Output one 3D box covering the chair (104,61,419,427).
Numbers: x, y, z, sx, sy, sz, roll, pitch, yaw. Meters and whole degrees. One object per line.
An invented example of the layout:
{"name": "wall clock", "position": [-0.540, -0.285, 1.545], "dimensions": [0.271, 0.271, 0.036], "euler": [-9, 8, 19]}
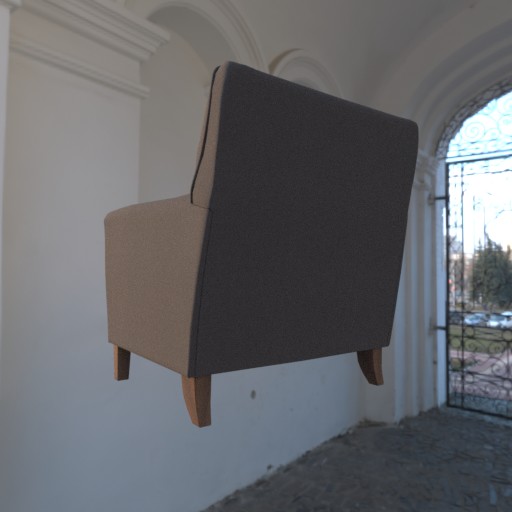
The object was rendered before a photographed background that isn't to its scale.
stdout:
{"name": "chair", "position": [0.000, 0.000, 1.586], "dimensions": [0.836, 0.911, 0.831], "euler": [1, -2, -36]}
